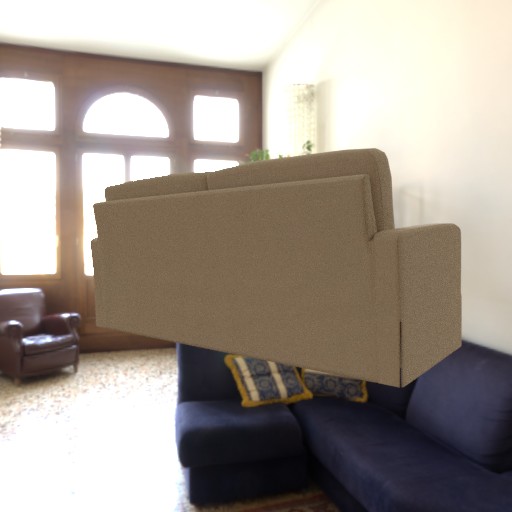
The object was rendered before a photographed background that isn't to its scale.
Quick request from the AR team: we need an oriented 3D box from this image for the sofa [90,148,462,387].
[{"bbox_3d":[0.000,0.000,2.298,1.808,0.831,0.894,1,2,38],"label":"sofa"}]
